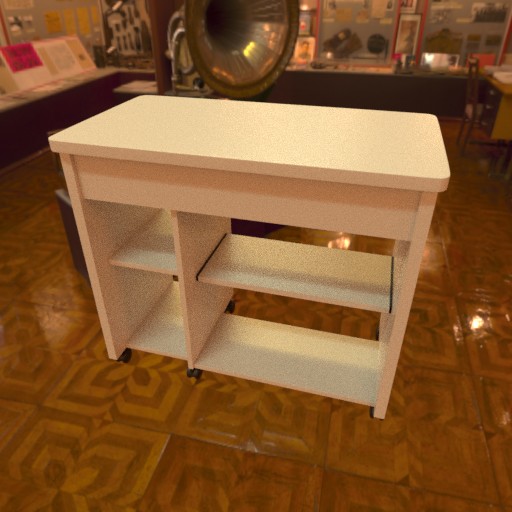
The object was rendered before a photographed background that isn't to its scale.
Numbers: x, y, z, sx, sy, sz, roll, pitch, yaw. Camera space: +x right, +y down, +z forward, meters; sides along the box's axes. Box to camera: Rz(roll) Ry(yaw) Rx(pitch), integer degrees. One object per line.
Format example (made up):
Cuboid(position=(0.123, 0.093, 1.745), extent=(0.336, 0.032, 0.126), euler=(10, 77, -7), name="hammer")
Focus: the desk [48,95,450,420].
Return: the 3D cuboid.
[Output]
Cuboid(position=(0.000, 0.000, 1.302), extent=(0.877, 0.763, 0.475), euler=(9, 33, 13), name="desk")
